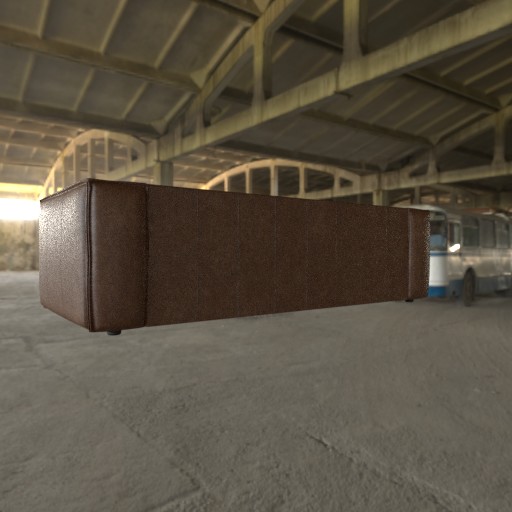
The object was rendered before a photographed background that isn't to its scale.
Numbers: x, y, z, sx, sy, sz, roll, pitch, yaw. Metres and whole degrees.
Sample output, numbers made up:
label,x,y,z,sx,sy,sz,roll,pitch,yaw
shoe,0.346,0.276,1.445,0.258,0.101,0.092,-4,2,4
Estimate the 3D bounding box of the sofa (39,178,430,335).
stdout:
label,x,y,z,sx,sy,sz,roll,pitch,yaw
sofa,0.000,0.000,3.037,2.581,0.701,1.102,0,1,-36
